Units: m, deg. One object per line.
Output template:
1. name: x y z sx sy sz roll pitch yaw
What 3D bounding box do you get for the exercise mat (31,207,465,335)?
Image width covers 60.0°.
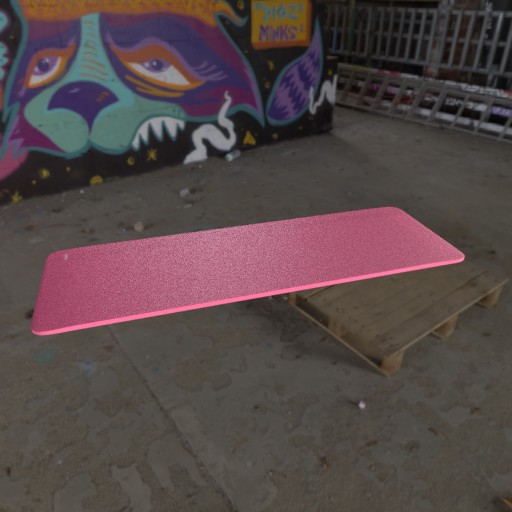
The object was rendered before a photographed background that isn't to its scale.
1. exercise mat: 0.000 0.000 2.074 1.884 0.021 0.616 -9 32 -14
